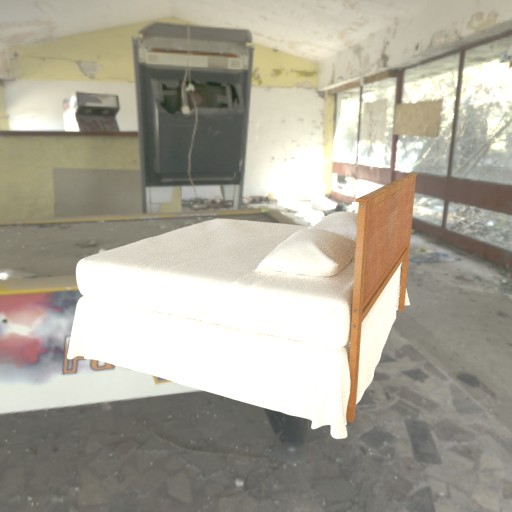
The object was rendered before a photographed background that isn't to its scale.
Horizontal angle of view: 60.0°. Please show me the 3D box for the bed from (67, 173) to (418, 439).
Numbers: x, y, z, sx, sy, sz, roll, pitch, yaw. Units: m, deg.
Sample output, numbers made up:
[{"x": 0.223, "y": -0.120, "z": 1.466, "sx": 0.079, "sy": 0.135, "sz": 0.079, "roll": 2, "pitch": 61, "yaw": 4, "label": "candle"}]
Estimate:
[{"x": 0.000, "y": 0.000, "z": 3.621, "sx": 2.215, "sy": 1.270, "sz": 2.317, "roll": 7, "pitch": 16, "yaw": 25, "label": "bed"}]
